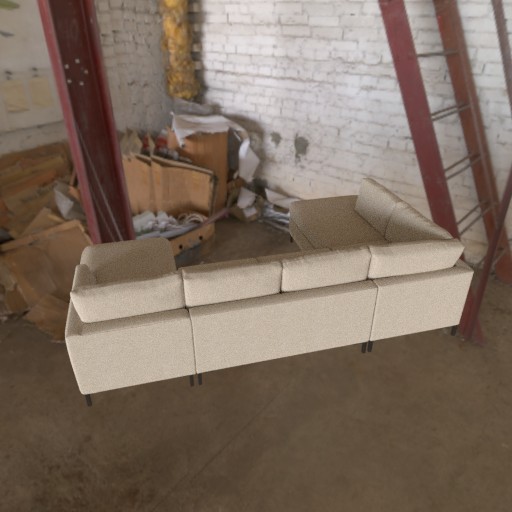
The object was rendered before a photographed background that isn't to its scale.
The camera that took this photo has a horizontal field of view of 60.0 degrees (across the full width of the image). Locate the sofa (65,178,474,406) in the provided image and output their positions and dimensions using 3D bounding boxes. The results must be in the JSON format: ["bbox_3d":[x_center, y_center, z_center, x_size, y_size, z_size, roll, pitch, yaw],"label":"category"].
[{"bbox_3d":[0.000,0.000,3.927,2.984,0.862,1.989,-8,31,-13],"label":"sofa"}]
